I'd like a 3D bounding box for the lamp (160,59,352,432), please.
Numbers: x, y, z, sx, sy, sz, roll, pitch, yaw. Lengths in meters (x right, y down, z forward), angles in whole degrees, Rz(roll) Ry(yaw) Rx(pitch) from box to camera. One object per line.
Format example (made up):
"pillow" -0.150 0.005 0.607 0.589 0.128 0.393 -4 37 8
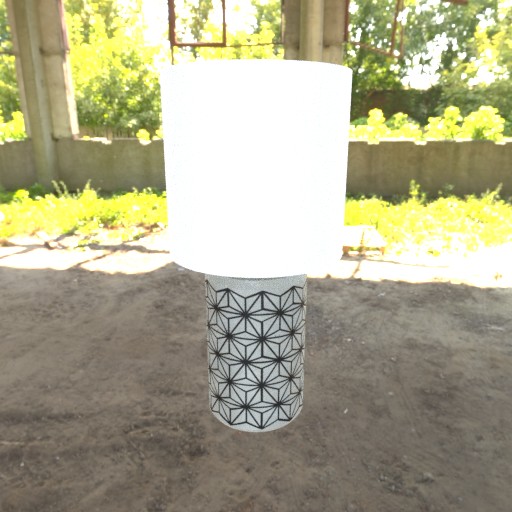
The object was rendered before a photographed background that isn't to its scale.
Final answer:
"lamp" 0.000 0.000 0.542 0.206 0.416 0.206 -7 18 -24
